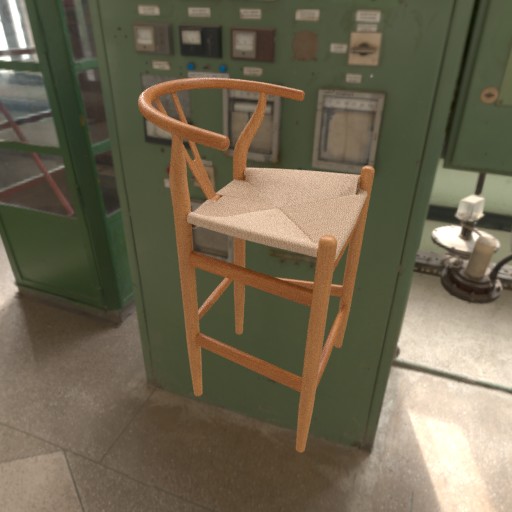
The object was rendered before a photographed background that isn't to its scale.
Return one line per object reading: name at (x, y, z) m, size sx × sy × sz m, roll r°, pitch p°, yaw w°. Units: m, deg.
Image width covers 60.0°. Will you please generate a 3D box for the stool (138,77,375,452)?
stool at (0.000, 0.000, 1.363) m, size 0.579 × 0.970 × 0.569 m, roll 12°, pitch 33°, yaw 19°
